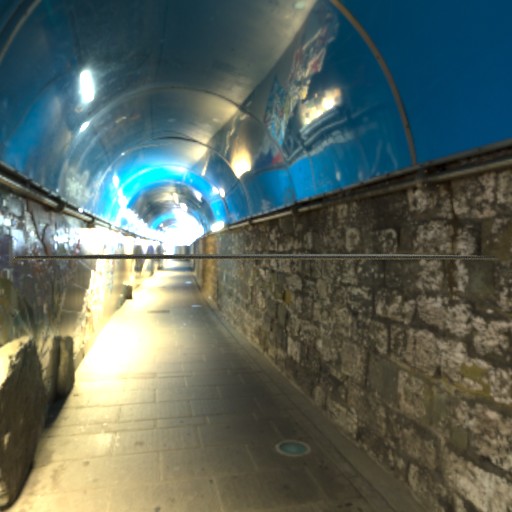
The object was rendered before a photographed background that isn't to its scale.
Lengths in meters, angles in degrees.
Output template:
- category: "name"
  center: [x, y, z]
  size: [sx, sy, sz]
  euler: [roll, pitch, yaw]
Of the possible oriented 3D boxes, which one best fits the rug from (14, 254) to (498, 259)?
- category: "rug"
  center: [0.000, 0.000, 2.804]
  size: [2.206, 0.014, 1.578]
  euler: [0, 1, 0]
